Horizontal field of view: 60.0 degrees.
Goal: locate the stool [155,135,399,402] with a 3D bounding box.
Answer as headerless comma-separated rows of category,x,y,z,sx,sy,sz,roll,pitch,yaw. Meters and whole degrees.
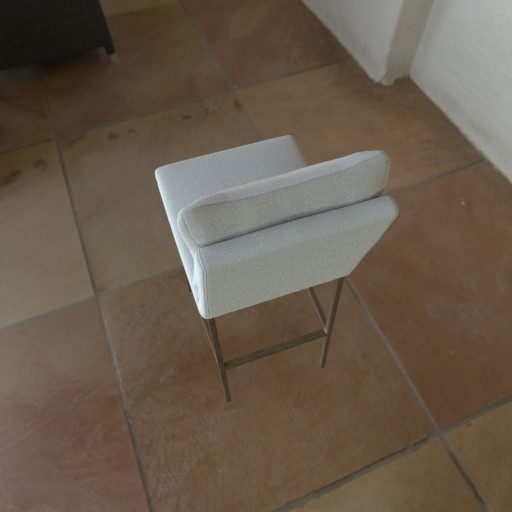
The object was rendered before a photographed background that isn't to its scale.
stool,0.000,0.000,1.418,0.463,1.125,0.572,-17,60,-10
